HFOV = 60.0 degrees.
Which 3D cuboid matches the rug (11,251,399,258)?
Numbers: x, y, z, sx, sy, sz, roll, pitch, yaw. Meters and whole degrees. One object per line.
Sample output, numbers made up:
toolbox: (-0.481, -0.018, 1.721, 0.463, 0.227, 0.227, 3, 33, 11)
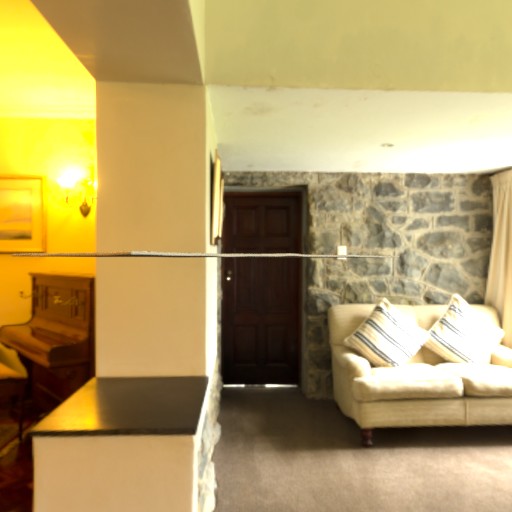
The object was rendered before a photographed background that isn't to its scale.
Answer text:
rug: (0.000, 0.000, 2.602, 0.857, 0.018, 2.383, 0, 0, 38)
